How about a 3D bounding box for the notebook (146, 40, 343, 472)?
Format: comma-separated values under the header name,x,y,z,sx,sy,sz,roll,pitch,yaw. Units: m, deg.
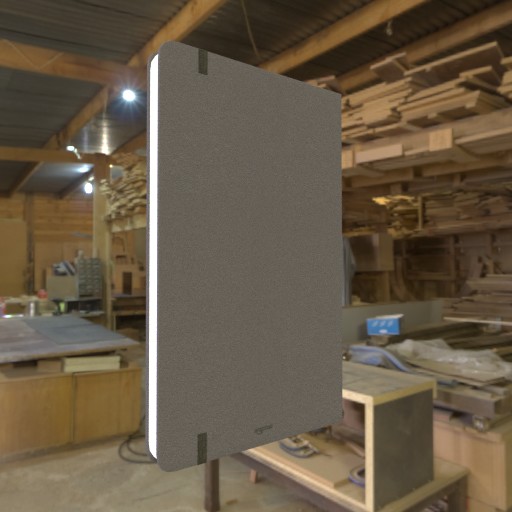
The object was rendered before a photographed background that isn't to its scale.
name,x,y,z,sx,sy,sz,roll,pitch,yaw
notebook,0.000,0.000,0.256,0.127,0.213,0.016,1,-1,-36
